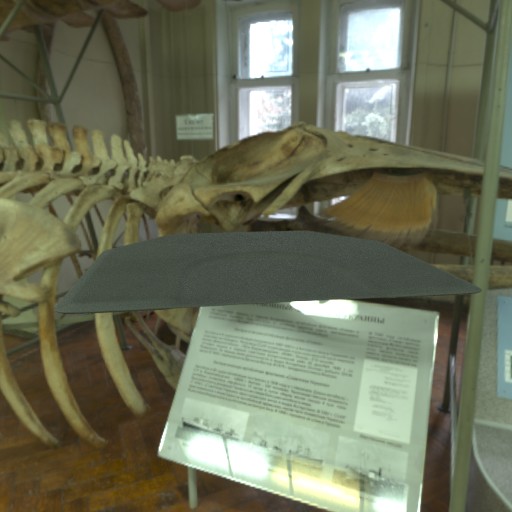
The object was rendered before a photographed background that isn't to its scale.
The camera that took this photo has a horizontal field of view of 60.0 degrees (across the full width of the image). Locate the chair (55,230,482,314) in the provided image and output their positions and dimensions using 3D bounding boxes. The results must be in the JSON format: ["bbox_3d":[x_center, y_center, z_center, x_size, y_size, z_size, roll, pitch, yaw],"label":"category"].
[{"bbox_3d":[0.000,0.000,1.944,1.372,0.024,1.219,-2,13,-8],"label":"chair"}]
